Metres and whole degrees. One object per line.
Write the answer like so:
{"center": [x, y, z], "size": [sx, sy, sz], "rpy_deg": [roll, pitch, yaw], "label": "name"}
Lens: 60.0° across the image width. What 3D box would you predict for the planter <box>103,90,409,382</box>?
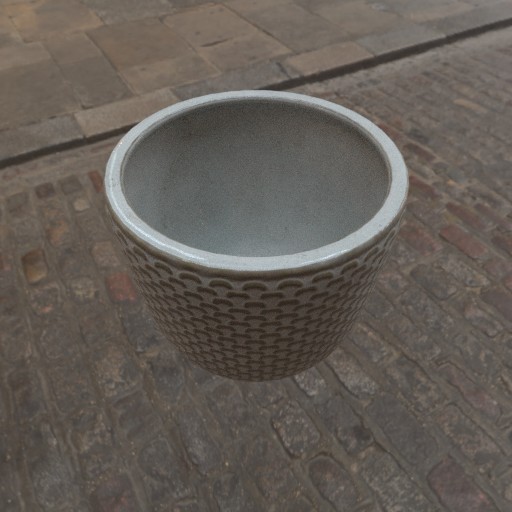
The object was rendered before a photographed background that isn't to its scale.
{"center": [0.000, 0.000, 0.309], "size": [0.173, 0.160, 0.173], "rpy_deg": [0, 47, 0], "label": "planter"}
